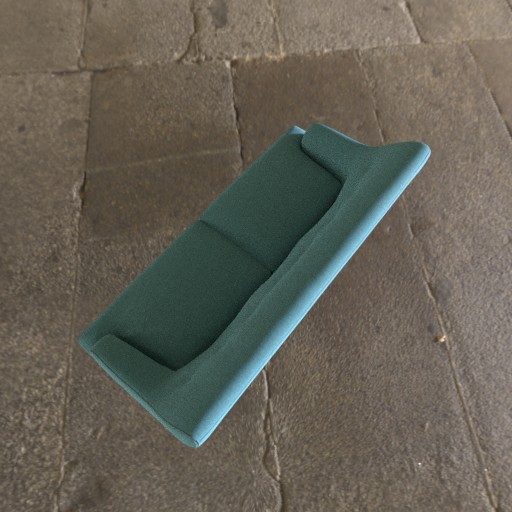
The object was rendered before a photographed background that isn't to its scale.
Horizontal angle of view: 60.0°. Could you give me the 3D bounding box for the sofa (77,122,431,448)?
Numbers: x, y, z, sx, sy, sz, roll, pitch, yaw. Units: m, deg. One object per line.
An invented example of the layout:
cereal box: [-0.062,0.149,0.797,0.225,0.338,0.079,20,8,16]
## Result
sofa: [0.000,0.000,2.637,0.978,0.871,2.057,36,69,16]
